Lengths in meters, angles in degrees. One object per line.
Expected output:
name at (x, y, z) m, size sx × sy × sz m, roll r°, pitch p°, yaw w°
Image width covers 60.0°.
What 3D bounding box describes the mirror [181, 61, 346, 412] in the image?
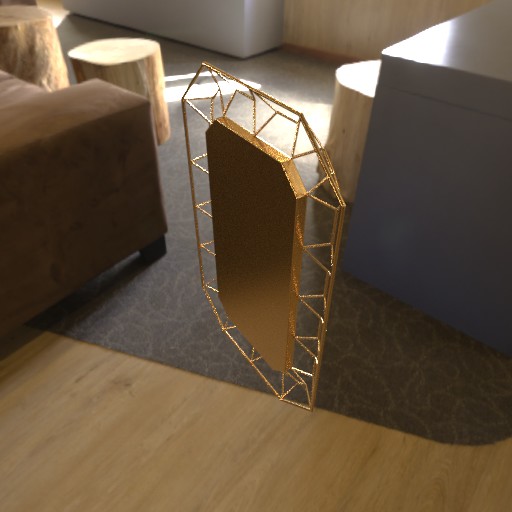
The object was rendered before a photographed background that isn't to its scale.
mirror at (0.000, 0.000, 1.121) m, size 0.051 × 0.870 × 0.572 m, roll -24°, pitch 46°, yaw -26°
